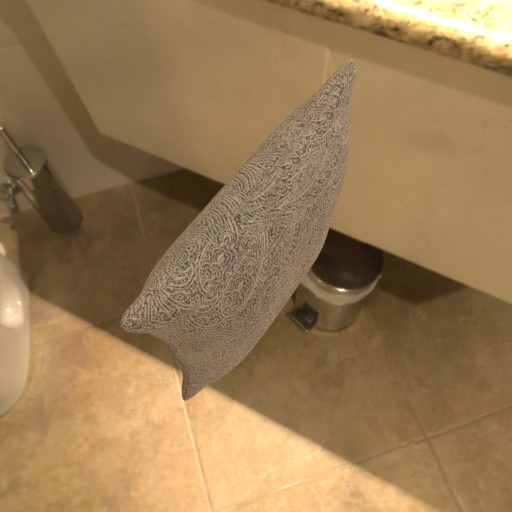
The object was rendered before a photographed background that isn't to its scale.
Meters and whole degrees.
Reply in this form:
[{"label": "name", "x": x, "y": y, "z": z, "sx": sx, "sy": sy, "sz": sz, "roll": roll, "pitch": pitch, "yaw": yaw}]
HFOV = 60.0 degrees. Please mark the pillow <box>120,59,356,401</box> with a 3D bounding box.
[{"label": "pillow", "x": 0.000, "y": 0.000, "z": 0.801, "sx": 0.166, "sy": 0.510, "sz": 0.523, "roll": 32, "pitch": 67, "yaw": 15}]
